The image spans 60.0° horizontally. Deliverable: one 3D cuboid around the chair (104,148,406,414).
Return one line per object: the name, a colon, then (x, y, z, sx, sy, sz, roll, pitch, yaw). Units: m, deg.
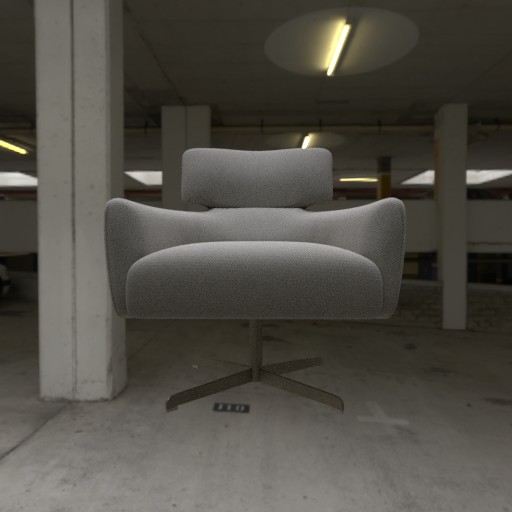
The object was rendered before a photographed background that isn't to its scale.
chair: (0.000, 0.000, 1.427, 0.760, 0.810, 0.730, 0, 1, 1)
